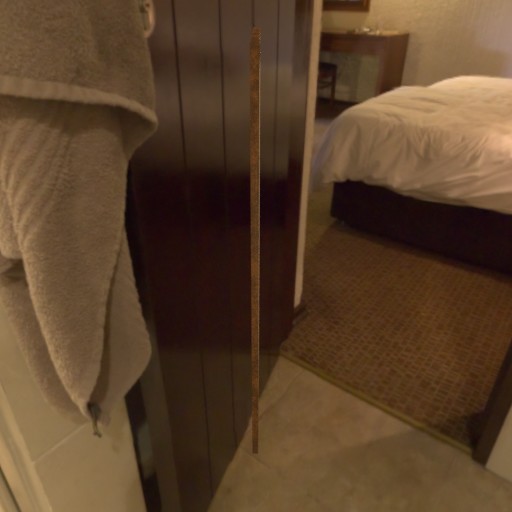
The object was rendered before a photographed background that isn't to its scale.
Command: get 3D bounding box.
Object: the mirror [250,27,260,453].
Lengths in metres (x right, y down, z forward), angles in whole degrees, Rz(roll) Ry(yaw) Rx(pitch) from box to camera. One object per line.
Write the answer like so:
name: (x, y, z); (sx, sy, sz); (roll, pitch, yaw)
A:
mirror: (0.000, 0.000, 2.260); (0.032, 2.031, 0.812); (0, 31, 0)
